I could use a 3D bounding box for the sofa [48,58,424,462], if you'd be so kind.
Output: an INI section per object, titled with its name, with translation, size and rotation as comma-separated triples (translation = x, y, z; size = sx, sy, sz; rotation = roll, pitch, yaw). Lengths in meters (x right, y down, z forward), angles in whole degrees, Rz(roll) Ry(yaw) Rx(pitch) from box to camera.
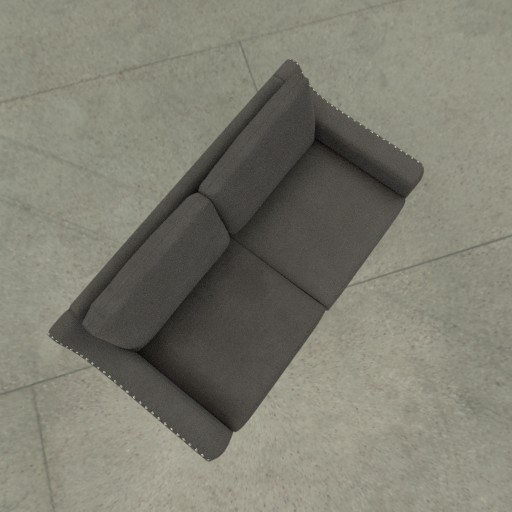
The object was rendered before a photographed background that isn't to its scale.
[sofa]
translation = 0.000, 0.000, 3.279
size = 1.336, 1.196, 2.550
rotation = 36, 78, 9
